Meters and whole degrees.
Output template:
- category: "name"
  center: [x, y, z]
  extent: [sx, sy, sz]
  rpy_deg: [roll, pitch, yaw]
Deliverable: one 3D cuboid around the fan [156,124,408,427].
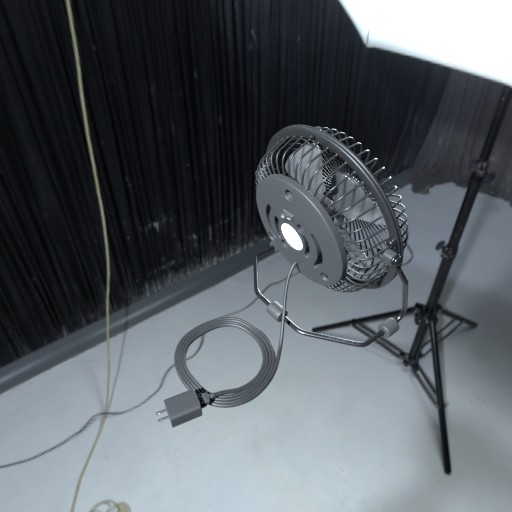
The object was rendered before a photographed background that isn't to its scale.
- category: "fan"
  center: [0.000, 0.000, 0.306]
  extent: [0.202, 0.152, 0.153]
  rpy_deg: [-26, 47, -28]
